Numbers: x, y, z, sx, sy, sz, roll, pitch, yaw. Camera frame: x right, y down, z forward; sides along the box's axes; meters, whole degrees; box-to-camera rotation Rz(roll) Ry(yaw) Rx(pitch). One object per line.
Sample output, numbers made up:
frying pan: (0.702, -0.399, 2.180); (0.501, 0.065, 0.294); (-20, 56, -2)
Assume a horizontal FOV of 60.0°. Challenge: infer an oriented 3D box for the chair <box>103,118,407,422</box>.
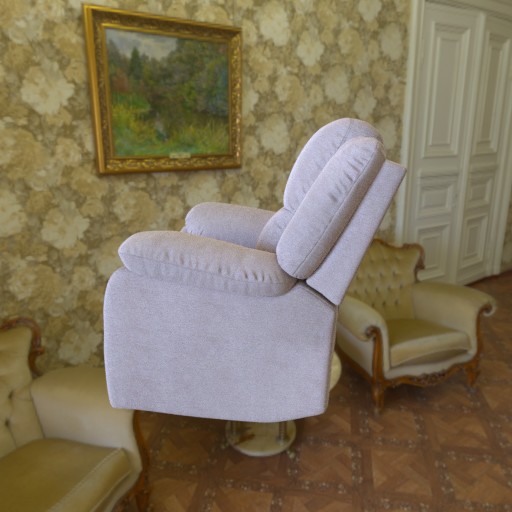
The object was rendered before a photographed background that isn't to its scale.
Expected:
chair: (0.000, 0.000, 1.708); (0.944, 1.008, 0.899); (2, 15, 9)
